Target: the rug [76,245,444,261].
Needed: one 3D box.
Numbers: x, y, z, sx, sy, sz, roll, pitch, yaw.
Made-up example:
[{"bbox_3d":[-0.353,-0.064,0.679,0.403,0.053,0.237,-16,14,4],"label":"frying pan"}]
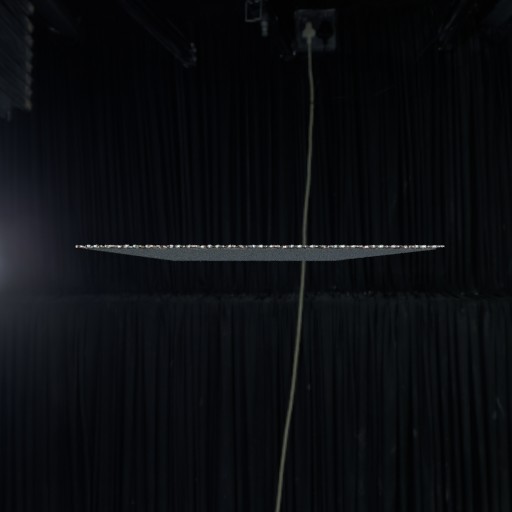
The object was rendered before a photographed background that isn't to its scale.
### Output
[{"bbox_3d":[0.000,0.000,2.482,1.237,0.010,2.029,0,-2,-1],"label":"rug"}]
